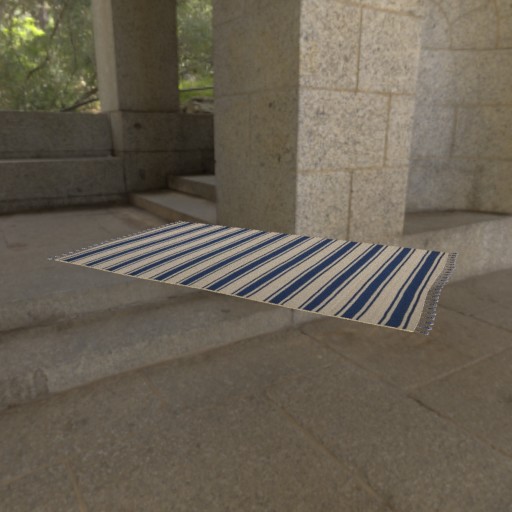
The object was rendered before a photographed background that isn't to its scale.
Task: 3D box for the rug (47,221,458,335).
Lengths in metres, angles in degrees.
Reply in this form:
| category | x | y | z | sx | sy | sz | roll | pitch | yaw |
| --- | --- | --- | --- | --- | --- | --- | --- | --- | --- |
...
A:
| category | x | y | z | sx | sy | sz | roll | pitch | yaw |
| --- | --- | --- | --- | --- | --- | --- | --- | --- | --- |
| rug | 0.000 | 0.000 | 2.608 | 2.108 | 0.009 | 1.248 | 8 | 18 | 27 |
